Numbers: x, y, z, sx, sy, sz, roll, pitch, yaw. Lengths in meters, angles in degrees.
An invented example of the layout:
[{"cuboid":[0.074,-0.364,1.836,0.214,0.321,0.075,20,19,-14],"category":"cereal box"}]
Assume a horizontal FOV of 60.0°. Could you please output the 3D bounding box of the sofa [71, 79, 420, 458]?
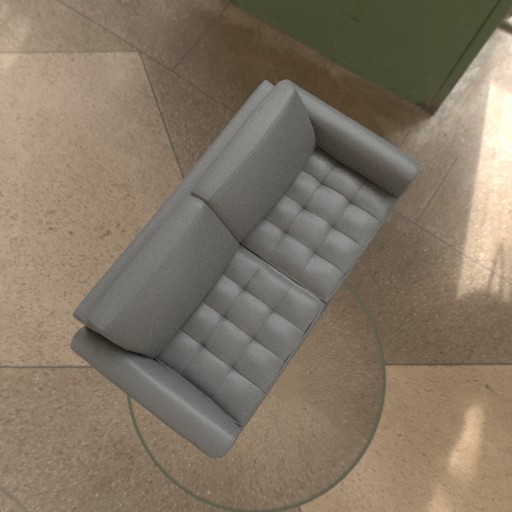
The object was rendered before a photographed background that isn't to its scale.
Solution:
[{"cuboid":[0.000,0.000,2.767,1.121,0.930,2.177,35,78,8],"category":"sofa"}]
